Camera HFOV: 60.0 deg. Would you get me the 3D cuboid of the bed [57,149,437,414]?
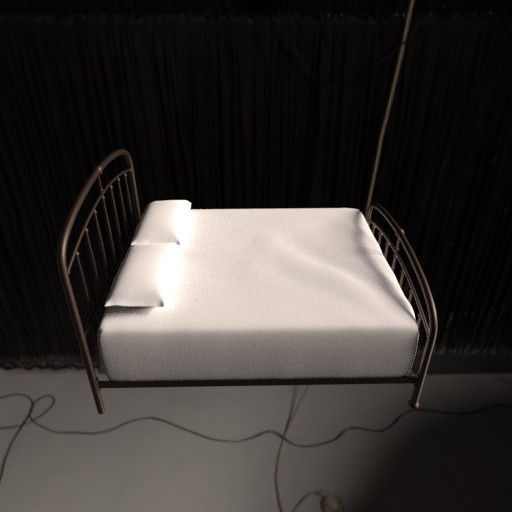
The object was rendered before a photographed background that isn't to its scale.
[{"bbox_3d":[0.000,0.000,3.337,2.180,1.425,1.711,-1,32,-1],"label":"bed"}]
